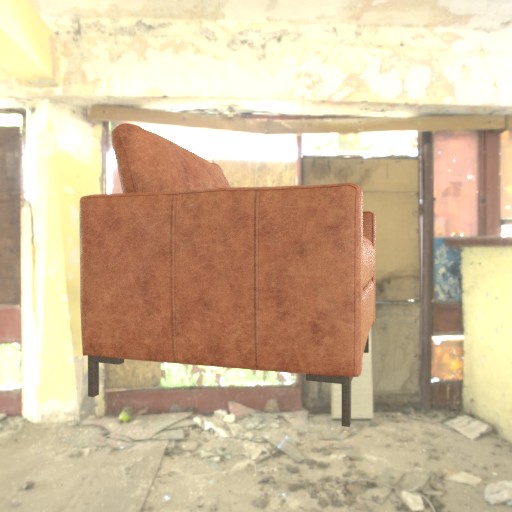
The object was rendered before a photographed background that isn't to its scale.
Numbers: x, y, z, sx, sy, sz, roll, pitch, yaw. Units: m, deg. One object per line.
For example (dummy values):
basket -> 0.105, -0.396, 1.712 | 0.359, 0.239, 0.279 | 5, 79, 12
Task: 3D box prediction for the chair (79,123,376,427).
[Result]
chair -> 0.000, 0.000, 1.676 | 0.862, 0.869, 0.967 | 0, 1, 17
